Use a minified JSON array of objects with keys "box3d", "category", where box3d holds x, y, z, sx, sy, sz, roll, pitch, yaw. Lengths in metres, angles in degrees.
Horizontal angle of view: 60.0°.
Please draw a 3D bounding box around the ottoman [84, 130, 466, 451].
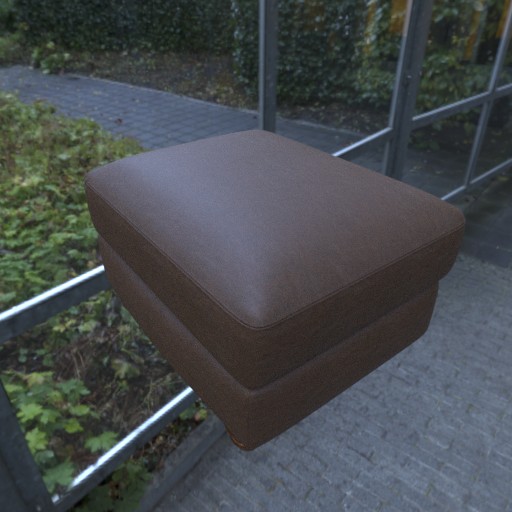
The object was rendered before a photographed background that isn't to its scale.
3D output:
[{"box3d":[0.000,0.000,1.167,0.635,0.508,0.787,-22,39,-31],"category":"ottoman"}]
